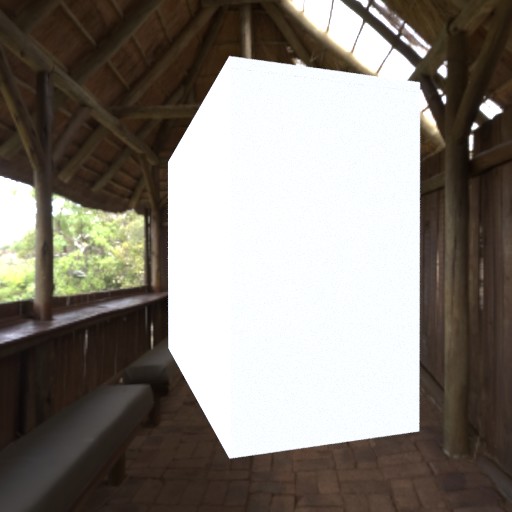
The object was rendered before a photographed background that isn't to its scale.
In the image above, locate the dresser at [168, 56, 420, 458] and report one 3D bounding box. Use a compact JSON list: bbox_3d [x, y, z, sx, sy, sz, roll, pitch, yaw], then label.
[{"bbox_3d":[0.000,0.000,1.496,0.460,0.820,1.100,0,0,-18],"label":"dresser"}]
